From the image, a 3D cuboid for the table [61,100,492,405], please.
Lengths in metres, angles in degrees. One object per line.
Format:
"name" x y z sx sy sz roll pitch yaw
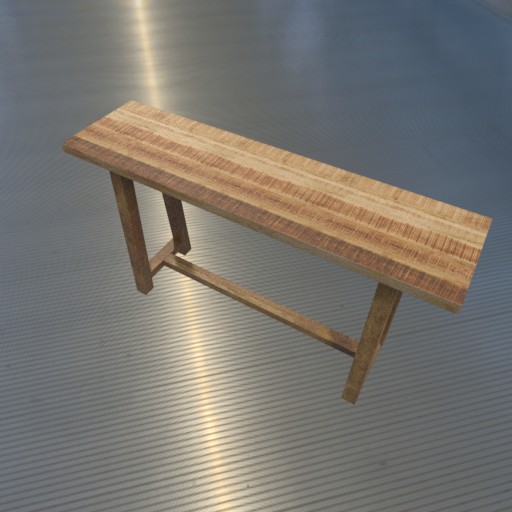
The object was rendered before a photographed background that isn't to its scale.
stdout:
"table" 0.000 0.000 1.864 1.524 0.810 0.405 24 51 21
